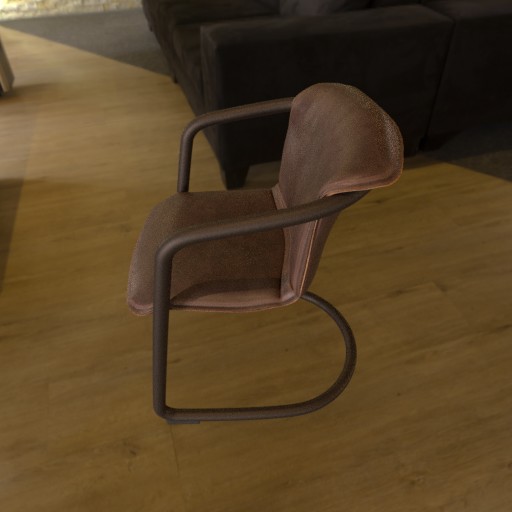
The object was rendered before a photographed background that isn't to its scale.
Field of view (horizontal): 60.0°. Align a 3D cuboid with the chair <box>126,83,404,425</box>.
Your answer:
[{"bbox_3d":[0.000,0.000,1.215,0.664,0.836,0.536,-1,42,-1],"label":"chair"}]
